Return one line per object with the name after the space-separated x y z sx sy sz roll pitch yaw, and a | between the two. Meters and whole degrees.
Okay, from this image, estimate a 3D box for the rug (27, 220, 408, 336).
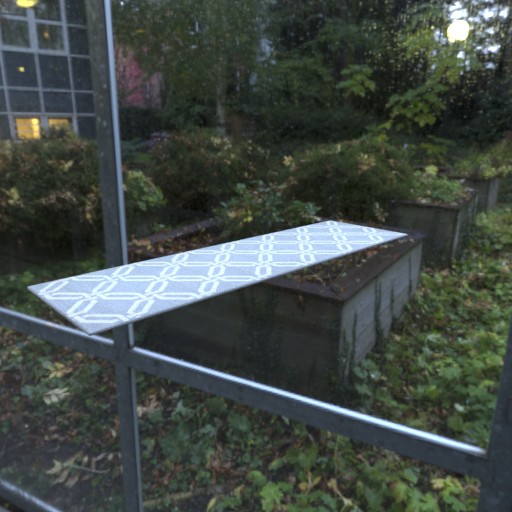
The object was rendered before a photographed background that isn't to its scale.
0.000 0.000 2.562 2.276 0.014 0.678 -14 21 -42 | rug
